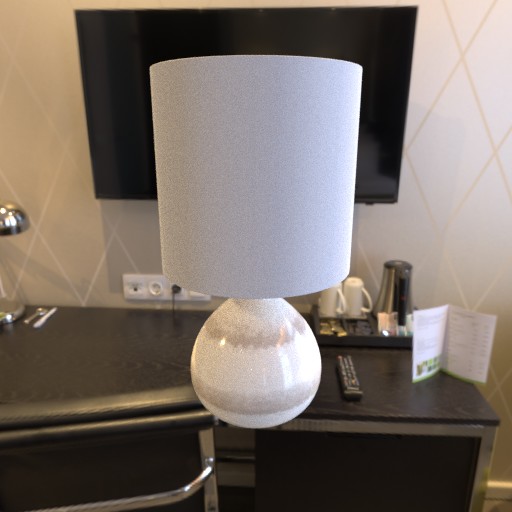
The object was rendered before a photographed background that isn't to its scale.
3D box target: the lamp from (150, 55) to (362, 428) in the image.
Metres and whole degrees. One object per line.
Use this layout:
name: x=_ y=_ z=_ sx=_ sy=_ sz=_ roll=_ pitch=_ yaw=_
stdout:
lamp: x=0.000 y=0.000 z=0.520 sx=0.217 sy=0.404 sz=0.217 roll=-8 pitch=18 yaw=-25
